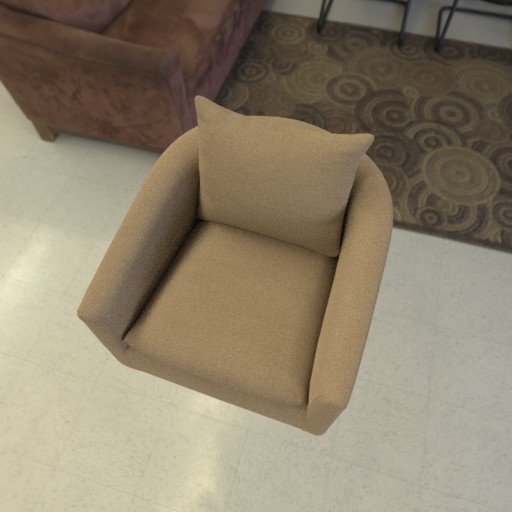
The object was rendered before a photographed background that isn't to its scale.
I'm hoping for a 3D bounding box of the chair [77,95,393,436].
[{"bbox_3d":[0.000,0.000,1.588,0.845,0.848,0.910,17,60,10],"label":"chair"}]
